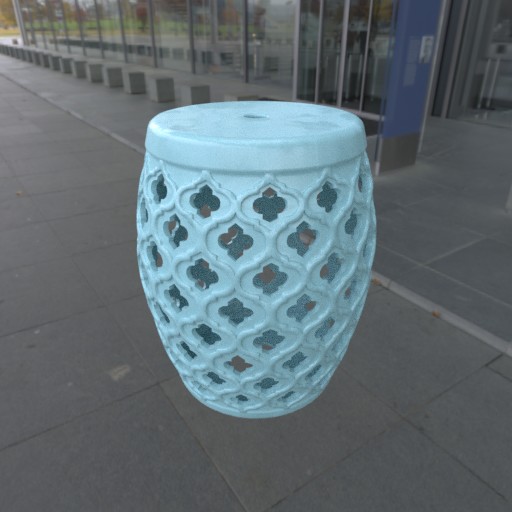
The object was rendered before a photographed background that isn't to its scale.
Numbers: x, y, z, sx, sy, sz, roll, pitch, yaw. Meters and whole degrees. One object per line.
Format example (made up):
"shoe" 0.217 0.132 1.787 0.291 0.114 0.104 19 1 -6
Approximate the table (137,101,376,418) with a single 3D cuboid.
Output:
"table" 0.000 0.000 0.634 0.325 0.388 0.325 0 27 0
